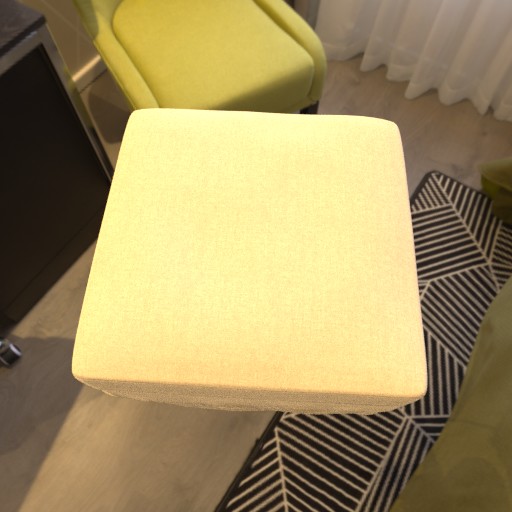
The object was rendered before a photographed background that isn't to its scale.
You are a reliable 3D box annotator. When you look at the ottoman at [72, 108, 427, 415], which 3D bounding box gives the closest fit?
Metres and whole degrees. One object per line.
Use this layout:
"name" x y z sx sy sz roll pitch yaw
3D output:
"ottoman" 0.000 0.000 1.326 0.843 0.436 0.840 3 64 1
